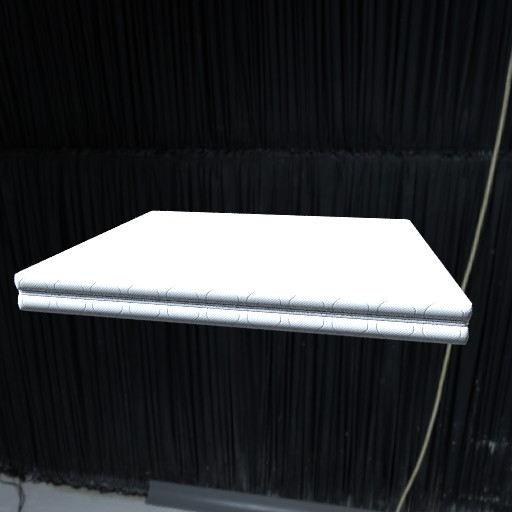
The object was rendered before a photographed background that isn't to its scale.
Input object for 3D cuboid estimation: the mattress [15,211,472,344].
[{"bbox_3d":[0.000,0.000,2.663,2.000,0.200,1.600,3,17,10],"label":"mattress"}]
